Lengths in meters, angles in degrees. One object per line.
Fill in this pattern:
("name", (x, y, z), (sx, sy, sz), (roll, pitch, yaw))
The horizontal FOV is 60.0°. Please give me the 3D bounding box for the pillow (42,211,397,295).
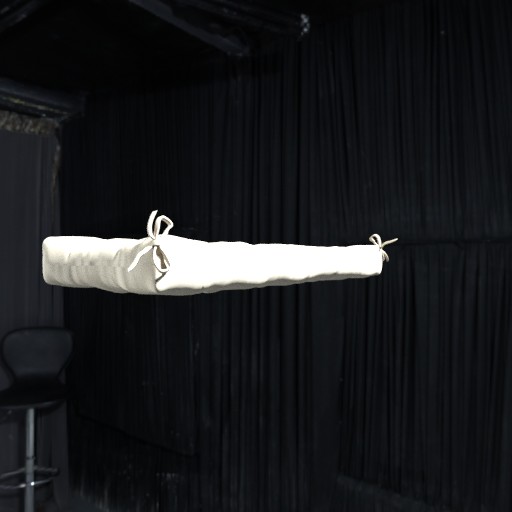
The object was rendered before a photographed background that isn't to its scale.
("pillow", (0.000, 0.000, 1.378), (0.511, 0.174, 1.194), (0, 0, 37))
